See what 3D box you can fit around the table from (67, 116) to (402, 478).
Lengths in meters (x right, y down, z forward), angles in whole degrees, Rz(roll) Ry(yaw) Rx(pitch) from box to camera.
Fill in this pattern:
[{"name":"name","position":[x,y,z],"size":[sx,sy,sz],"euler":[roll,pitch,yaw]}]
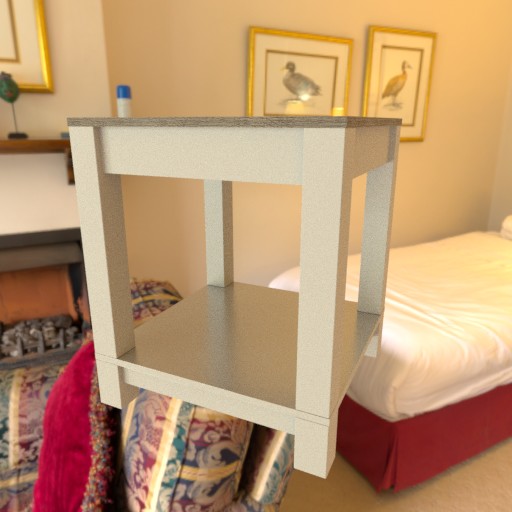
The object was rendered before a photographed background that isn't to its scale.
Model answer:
[{"name":"table","position":[0.000,0.000,0.988],"size":[0.504,0.587,0.506],"euler":[8,19,24]}]
